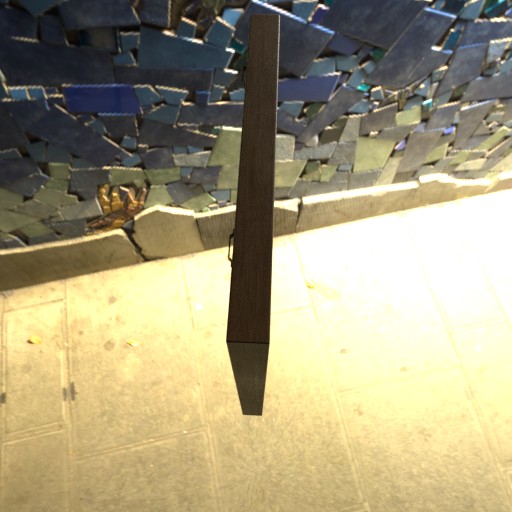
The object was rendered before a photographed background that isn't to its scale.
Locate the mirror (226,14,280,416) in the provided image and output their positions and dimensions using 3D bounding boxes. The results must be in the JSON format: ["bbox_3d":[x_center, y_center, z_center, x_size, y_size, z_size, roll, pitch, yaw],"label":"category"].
[{"bbox_3d":[0.000,0.000,0.676,0.041,0.508,0.405,2,64,1],"label":"mirror"}]
